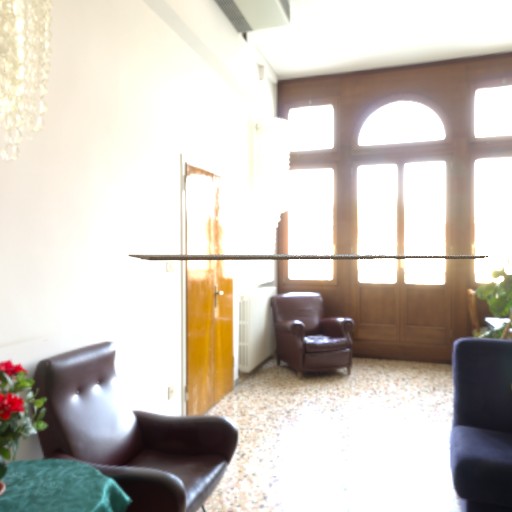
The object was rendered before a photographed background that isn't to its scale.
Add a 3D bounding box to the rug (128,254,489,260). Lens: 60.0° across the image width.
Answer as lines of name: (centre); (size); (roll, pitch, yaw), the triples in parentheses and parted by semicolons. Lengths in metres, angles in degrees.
rug: (0.000, 0.000, 2.905); (1.540, 0.021, 2.290); (0, 0, -18)
